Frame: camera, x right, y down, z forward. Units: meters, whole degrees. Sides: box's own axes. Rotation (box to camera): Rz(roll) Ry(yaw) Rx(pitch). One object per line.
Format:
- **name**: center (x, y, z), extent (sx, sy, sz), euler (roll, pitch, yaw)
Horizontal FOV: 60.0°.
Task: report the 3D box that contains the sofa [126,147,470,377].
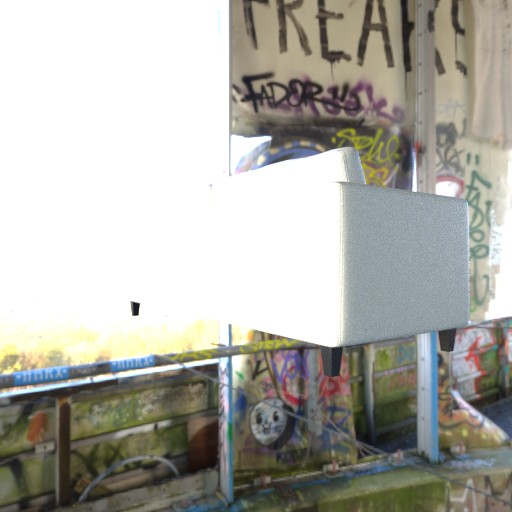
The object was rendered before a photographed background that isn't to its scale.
- **sofa**: center (0.000, 0.000, 2.917), extent (0.948, 0.965, 2.434), euler (0, 0, -35)
